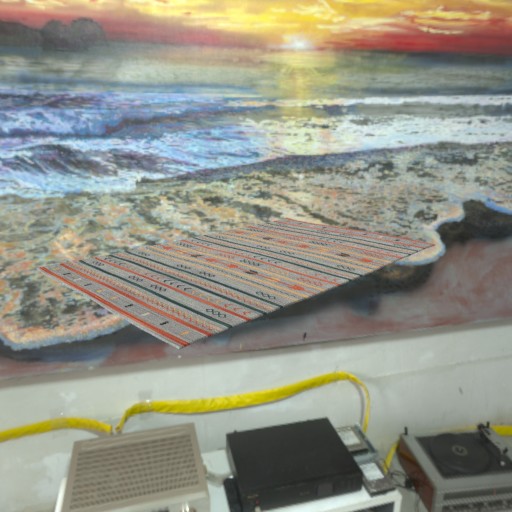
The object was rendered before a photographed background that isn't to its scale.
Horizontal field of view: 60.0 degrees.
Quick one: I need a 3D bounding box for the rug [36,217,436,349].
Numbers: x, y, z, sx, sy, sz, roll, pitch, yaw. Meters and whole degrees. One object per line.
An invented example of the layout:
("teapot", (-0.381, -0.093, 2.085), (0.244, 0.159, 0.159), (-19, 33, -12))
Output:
("rug", (0.000, 0.000, 3.135), (1.537, 0.029, 2.439), (15, 22, 43))
